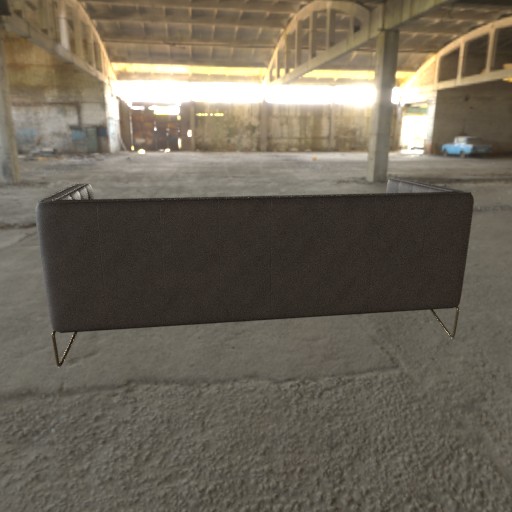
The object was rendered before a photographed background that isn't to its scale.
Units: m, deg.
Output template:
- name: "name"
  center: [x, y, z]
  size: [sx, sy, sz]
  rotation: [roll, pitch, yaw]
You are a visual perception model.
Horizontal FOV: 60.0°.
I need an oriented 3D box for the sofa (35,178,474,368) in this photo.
- name: "sofa"
  center: [0.000, 0.000, 2.525]
  size: [2.087, 0.789, 0.867]
  rotation: [-2, 16, -9]
